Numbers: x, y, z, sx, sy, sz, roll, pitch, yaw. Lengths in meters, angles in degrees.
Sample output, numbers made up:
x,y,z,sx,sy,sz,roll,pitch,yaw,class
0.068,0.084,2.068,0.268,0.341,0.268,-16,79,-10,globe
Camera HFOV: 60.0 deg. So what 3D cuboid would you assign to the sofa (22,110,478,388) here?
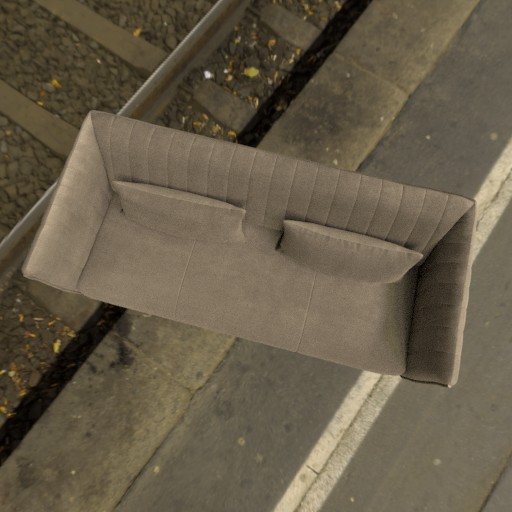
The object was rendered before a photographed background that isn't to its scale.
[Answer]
x,y,z,sx,sy,sz,roll,pitch,yaw,class
0.000,0.000,2.340,1.980,0.780,0.876,14,76,4,sofa
